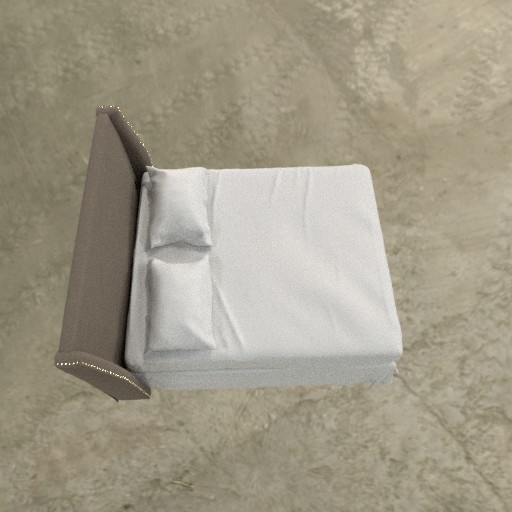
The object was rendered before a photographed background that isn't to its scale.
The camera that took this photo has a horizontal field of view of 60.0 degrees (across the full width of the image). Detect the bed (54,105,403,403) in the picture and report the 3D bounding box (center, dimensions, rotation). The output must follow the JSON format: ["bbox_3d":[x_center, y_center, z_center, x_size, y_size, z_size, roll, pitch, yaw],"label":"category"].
[{"bbox_3d":[0.000,0.000,3.403,2.276,1.332,1.925,-2,64,-1],"label":"bed"}]
